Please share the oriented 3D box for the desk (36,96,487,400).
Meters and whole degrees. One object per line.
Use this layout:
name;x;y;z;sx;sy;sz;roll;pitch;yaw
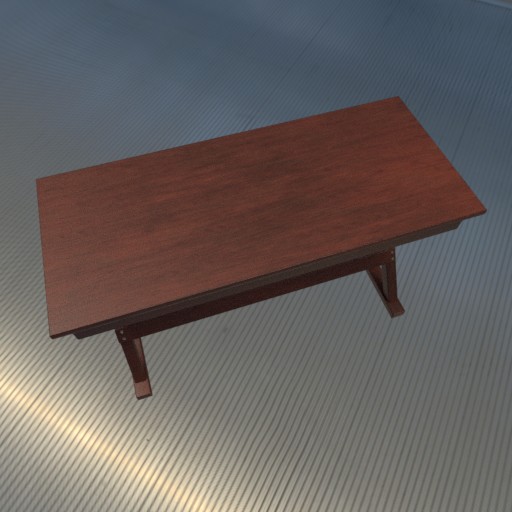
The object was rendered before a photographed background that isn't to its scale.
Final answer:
desk;0.000;0.000;1.783;1.372;0.761;0.600;-16;59;-10
